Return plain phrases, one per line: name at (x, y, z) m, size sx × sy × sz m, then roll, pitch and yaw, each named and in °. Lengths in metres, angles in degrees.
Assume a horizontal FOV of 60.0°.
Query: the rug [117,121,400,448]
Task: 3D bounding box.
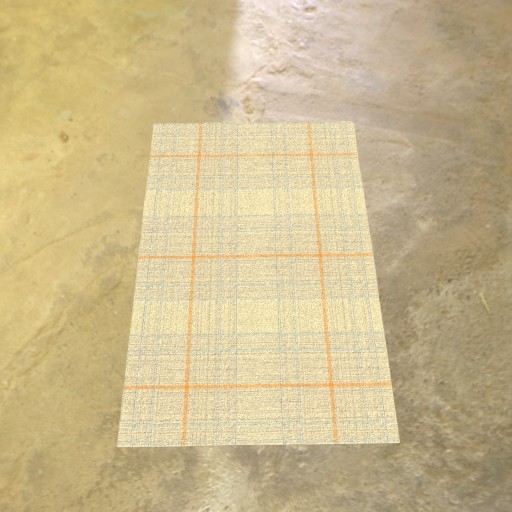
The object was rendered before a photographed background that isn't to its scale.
rug at (0.000, 0.000, 2.318) m, size 1.232 × 0.015 × 1.825 m, roll -1°, pitch 64°, yaw 0°
